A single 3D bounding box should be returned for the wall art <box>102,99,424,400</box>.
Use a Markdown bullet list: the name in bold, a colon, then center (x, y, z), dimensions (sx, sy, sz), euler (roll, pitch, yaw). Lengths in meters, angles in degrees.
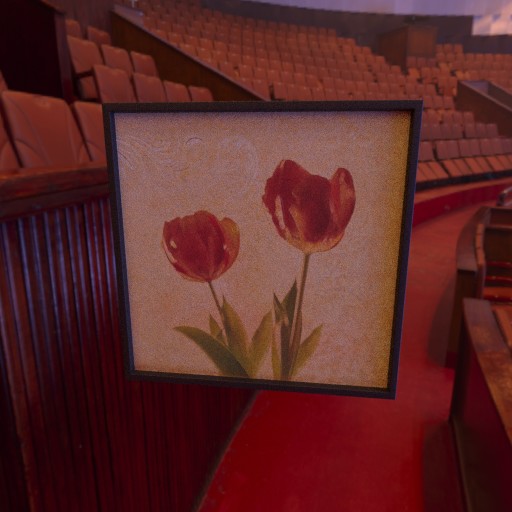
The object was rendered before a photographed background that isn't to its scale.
- **wall art**: center (0.000, 0.000, 1.224), dimensions (0.805, 0.807, 0.043), euler (2, 15, 7)
